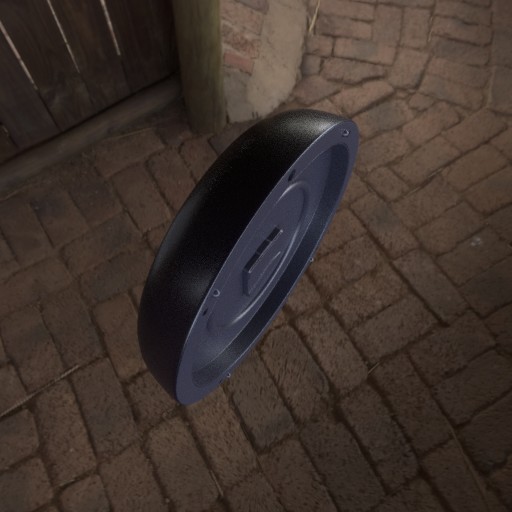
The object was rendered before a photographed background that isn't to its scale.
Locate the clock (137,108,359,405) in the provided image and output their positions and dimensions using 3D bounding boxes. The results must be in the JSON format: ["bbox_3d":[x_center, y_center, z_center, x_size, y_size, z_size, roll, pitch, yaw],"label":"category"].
[{"bbox_3d":[0.000,0.000,0.432,0.060,0.300,0.300,32,67,15],"label":"clock"}]
